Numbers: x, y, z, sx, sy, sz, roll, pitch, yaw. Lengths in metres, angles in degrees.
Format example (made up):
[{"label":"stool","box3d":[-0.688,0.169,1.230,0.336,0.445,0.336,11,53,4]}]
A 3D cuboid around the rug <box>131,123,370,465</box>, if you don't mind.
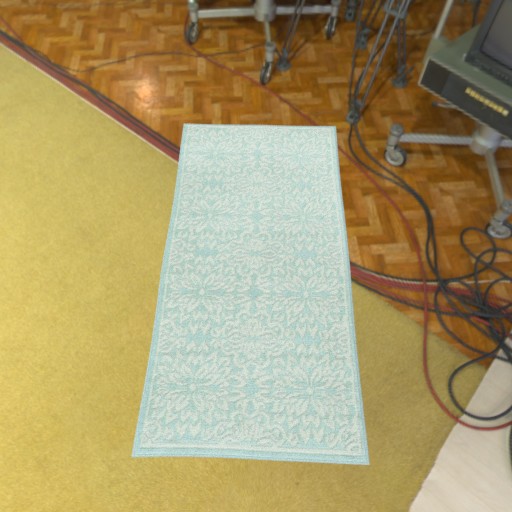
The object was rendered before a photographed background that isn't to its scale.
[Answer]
[{"label":"rug","box3d":[0.000,0.000,1.438,0.604,0.007,1.219,1,59,1]}]
